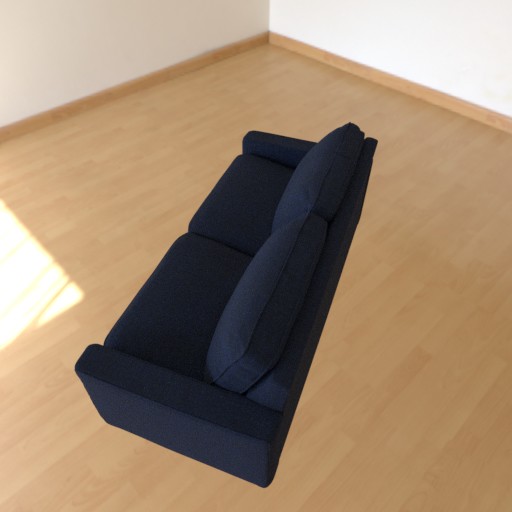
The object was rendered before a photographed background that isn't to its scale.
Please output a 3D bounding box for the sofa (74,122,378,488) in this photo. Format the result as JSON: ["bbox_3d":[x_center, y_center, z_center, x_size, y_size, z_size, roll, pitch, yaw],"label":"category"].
[{"bbox_3d":[0.000,0.000,2.524,0.940,0.919,2.080,15,48,14],"label":"sofa"}]
